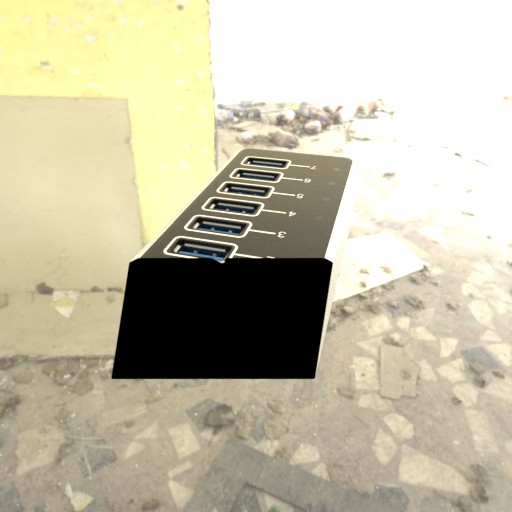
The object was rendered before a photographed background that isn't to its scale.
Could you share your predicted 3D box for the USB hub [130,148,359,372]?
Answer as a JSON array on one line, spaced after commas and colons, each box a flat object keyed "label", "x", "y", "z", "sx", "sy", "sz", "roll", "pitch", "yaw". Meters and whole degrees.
[{"label": "USB hub", "x": 0.000, "y": 0.000, "z": 0.122, "sx": 0.044, "sy": 0.023, "sz": 0.110, "roll": 9, "pitch": 34, "yaw": 14}]
